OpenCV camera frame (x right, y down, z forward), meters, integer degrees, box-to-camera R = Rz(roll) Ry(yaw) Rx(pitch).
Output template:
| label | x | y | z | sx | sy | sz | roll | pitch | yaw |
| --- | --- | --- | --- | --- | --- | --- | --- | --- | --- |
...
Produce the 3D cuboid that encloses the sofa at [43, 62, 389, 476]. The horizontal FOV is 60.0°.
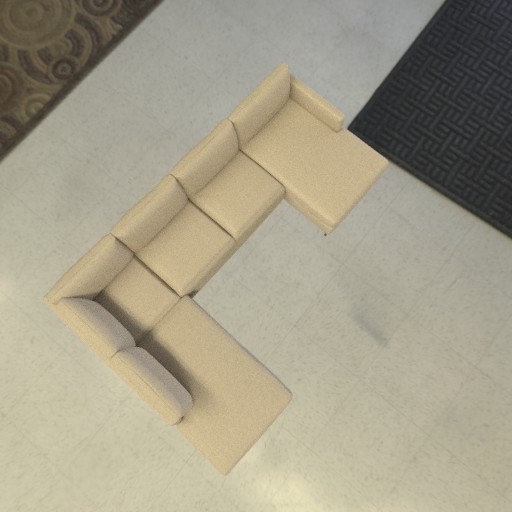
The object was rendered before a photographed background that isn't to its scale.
| label | x | y | z | sx | sy | sz | roll | pitch | yaw |
| --- | --- | --- | --- | --- | --- | --- | --- | --- | --- |
| sofa | 0.000 | 0.000 | 3.543 | 1.879 | 0.756 | 2.737 | 41 | 80 | 9 |
